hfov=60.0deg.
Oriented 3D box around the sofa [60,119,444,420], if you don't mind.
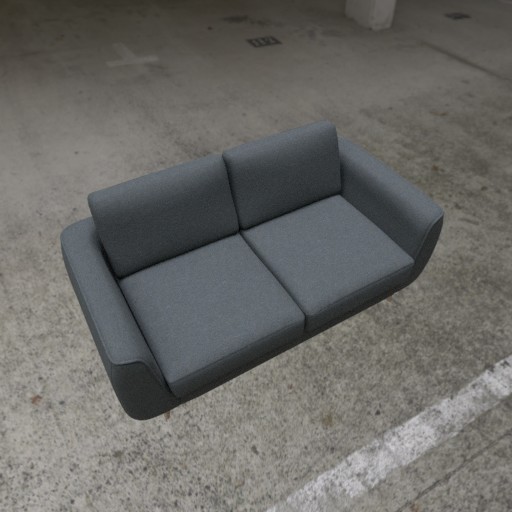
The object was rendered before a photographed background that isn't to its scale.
[{"bbox_3d":[0.000,0.000,2.240,1.700,0.850,0.920,-23,50,-21],"label":"sofa"}]
